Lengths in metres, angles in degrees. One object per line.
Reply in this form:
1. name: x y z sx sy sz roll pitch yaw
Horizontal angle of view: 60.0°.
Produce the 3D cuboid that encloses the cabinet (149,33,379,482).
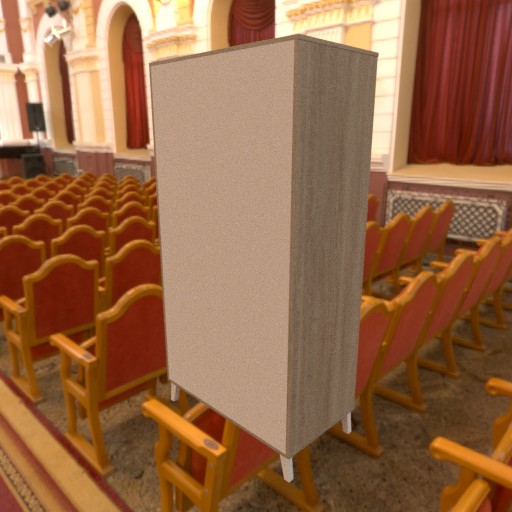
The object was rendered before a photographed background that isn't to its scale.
1. cabinet: 0.000 0.000 2.426 1.006 1.999 0.571 15 21 43
